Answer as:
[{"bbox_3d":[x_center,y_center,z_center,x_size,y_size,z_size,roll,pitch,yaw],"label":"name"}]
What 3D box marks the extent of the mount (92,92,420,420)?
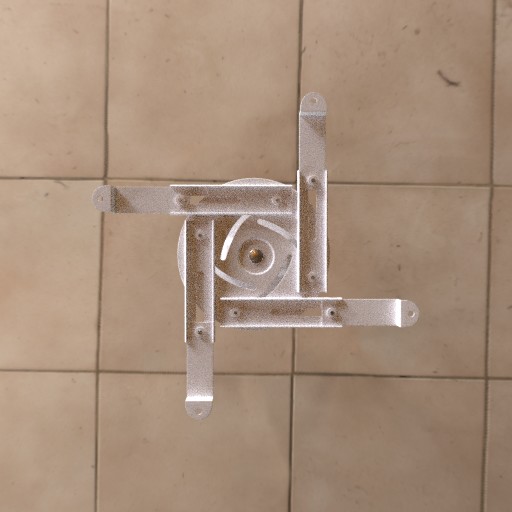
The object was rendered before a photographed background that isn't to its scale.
[{"bbox_3d":[0.000,0.000,0.603,0.394,0.141,0.394,0,90,0],"label":"mount"}]
